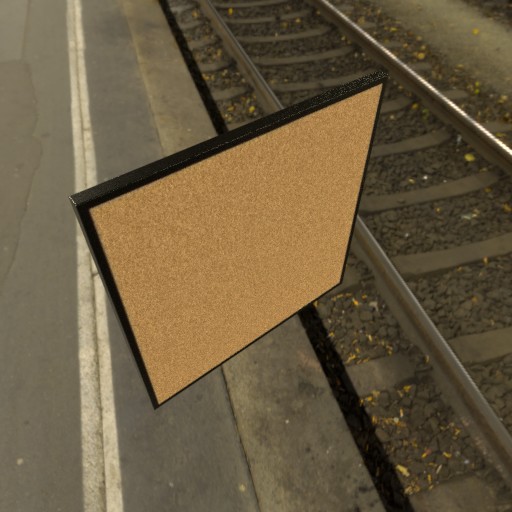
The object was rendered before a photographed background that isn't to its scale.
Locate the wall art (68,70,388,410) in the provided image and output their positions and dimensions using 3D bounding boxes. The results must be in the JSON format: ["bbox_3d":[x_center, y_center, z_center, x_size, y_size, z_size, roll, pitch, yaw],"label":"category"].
[{"bbox_3d":[0.000,0.000,0.531,0.349,0.349,0.014,-30,53,-25],"label":"wall art"}]
